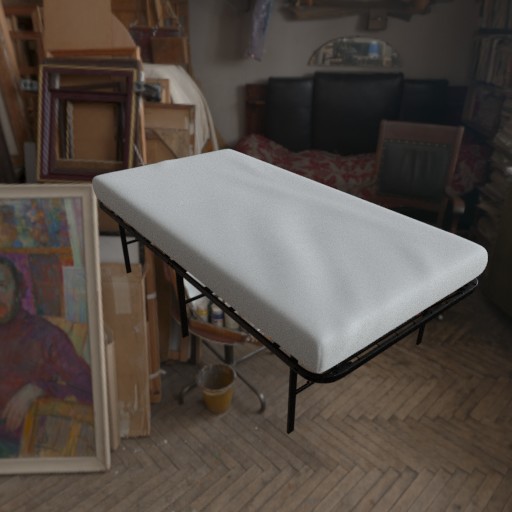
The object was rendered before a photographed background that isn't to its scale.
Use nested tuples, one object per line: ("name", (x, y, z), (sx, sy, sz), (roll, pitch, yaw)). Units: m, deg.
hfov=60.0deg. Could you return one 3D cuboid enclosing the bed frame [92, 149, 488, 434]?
("bed frame", (0.000, 0.000, 2.323), (0.989, 0.619, 1.903), (-21, 35, -32))
